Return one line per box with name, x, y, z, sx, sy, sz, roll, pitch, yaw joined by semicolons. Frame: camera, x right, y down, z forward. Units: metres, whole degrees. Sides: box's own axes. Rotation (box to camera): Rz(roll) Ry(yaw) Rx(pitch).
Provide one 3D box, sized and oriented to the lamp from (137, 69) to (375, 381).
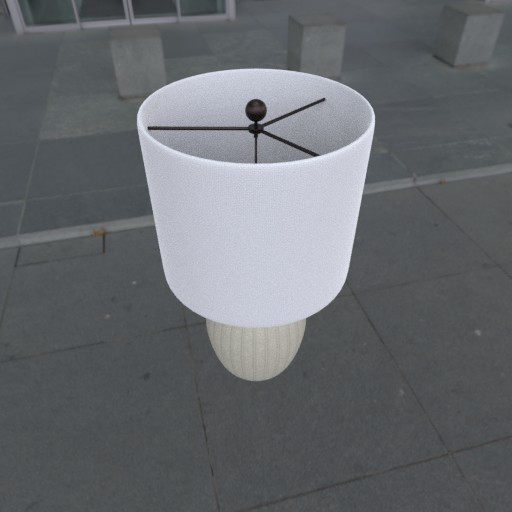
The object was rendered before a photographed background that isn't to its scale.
lamp;0.000;0.000;0.798;0.329;0.570;0.329;0;41;0
